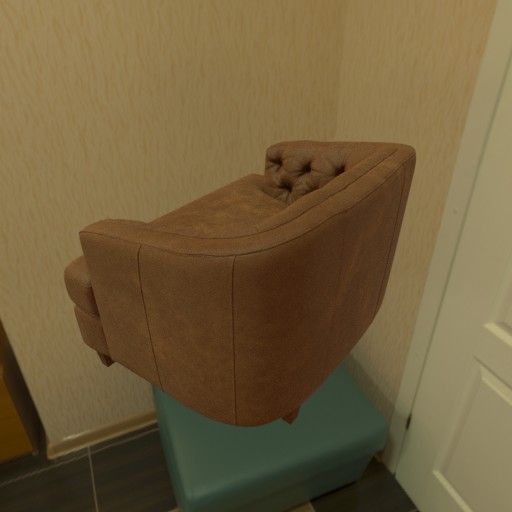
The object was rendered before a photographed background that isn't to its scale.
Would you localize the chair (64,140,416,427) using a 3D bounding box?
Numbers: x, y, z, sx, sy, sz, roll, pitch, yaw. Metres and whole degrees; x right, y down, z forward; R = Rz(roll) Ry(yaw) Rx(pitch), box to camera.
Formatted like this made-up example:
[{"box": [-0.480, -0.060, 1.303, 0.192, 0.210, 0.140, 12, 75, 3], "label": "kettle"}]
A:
[{"box": [0.000, 0.000, 1.712, 0.911, 0.836, 1.119, 22, 38, 31], "label": "chair"}]
